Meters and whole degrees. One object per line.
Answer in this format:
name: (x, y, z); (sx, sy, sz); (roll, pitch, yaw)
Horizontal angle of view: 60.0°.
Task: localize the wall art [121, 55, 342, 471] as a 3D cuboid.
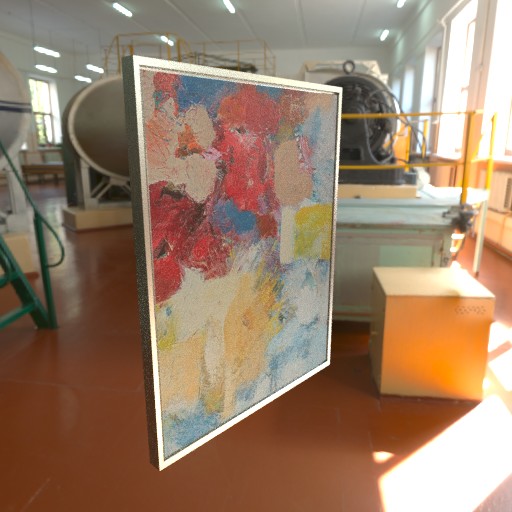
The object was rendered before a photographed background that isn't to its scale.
wall art: (0.000, 0.000, 0.749); (0.025, 0.569, 0.444); (13, 20, 41)
